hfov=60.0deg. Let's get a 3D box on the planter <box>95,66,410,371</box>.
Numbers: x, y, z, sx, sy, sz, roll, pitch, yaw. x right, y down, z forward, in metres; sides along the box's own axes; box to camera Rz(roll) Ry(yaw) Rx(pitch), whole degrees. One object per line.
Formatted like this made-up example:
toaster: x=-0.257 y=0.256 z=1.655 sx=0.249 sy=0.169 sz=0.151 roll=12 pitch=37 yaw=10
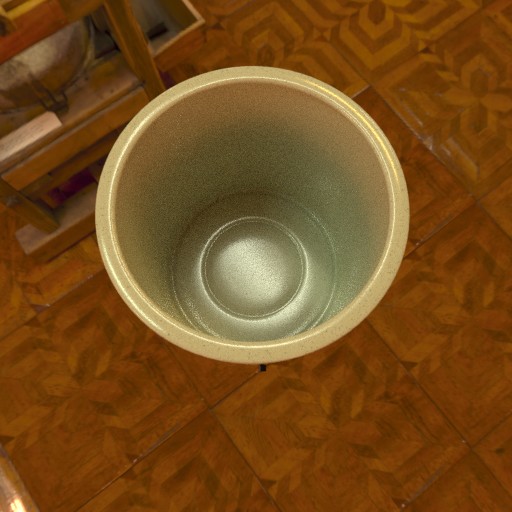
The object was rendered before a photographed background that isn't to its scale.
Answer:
planter: x=0.000 y=0.000 z=0.671 sx=0.323 sy=0.475 sz=0.314 roll=-34 pitch=79 yaw=-8
